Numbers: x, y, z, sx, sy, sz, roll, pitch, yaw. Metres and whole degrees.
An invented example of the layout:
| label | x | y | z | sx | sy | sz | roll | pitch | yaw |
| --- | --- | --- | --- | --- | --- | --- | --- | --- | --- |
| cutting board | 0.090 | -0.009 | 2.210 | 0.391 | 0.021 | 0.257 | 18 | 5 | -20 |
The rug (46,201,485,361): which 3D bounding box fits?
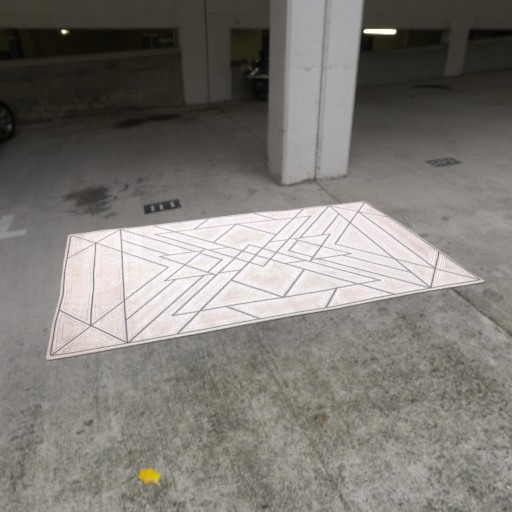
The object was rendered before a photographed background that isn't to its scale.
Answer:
| label | x | y | z | sx | sy | sz | roll | pitch | yaw |
| --- | --- | --- | --- | --- | --- | --- | --- | --- | --- |
| rug | 0.000 | 0.000 | 1.049 | 0.869 | 0.008 | 0.511 | -8 | 29 | -15 |
